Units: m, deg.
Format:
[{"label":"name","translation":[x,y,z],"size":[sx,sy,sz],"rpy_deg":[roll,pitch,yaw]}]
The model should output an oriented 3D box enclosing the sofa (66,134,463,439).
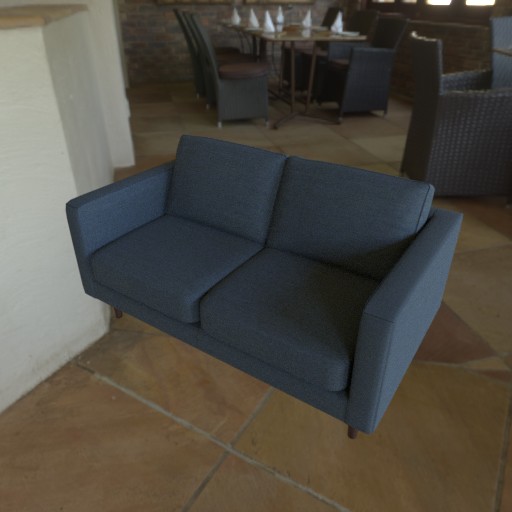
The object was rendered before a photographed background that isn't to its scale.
[{"label":"sofa","translation":[0.000,0.000,2.228],"size":[1.659,0.907,0.999],"rpy_deg":[19,35,29]}]
